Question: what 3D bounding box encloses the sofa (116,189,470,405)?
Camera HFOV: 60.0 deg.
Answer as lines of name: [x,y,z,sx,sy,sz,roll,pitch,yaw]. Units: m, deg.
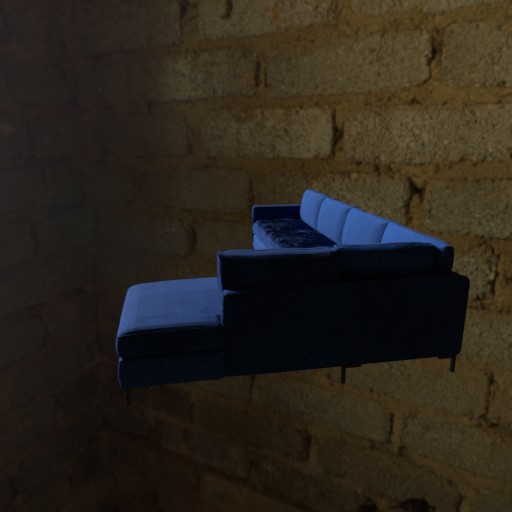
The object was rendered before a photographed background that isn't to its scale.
sofa: [0.000,0.000,3.214,1.707,0.687,2.486,-3,16,-10]
